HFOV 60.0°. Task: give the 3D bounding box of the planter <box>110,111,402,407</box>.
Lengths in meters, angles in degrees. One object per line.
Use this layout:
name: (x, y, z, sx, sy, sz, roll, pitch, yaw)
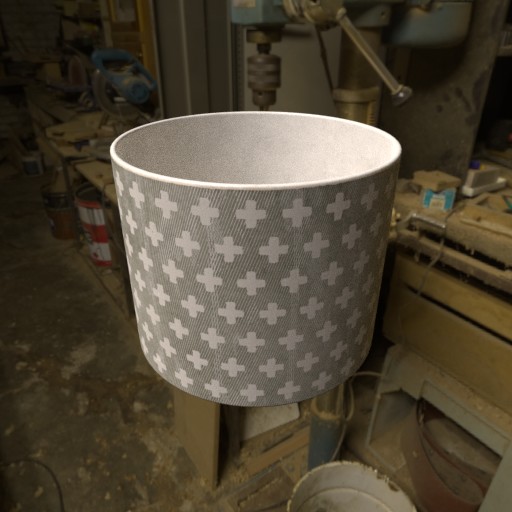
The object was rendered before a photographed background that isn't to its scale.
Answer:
planter: (0.000, 0.000, 0.343, 0.190, 0.181, 0.190, 0, 29, 0)
